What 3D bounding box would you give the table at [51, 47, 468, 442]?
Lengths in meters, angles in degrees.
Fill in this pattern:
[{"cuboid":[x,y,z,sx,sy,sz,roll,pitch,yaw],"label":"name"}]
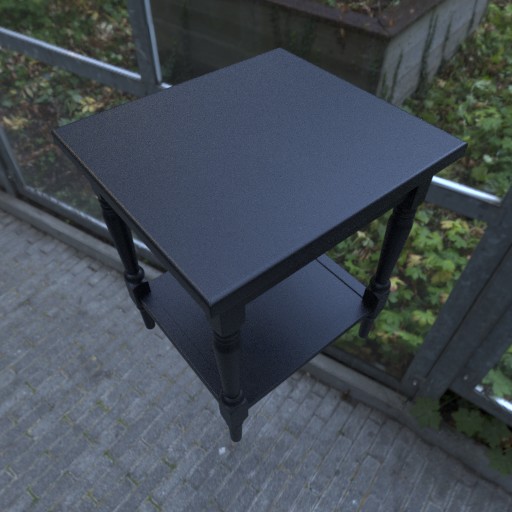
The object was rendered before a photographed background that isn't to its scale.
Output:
[{"cuboid":[0.000,0.000,0.903,0.488,0.565,0.442,-31,55,-25],"label":"table"}]
